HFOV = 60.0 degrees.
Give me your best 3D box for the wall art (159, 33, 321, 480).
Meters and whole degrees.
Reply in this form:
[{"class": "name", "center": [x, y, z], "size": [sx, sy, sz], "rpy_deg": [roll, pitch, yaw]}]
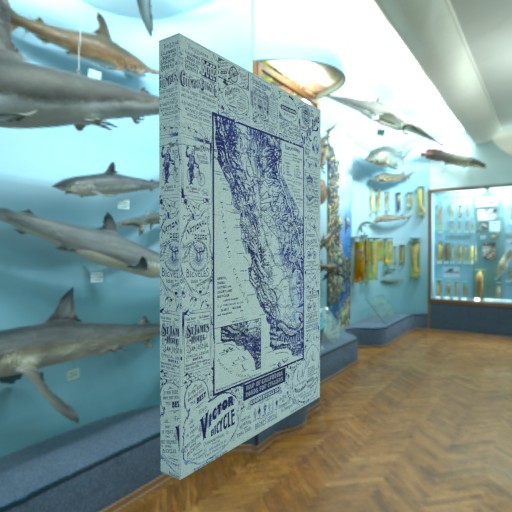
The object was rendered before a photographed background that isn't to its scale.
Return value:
[{"class": "wall art", "center": [0.000, 0.000, 0.483], "size": [0.025, 0.376, 0.255], "rpy_deg": [1, 1, 35]}]
